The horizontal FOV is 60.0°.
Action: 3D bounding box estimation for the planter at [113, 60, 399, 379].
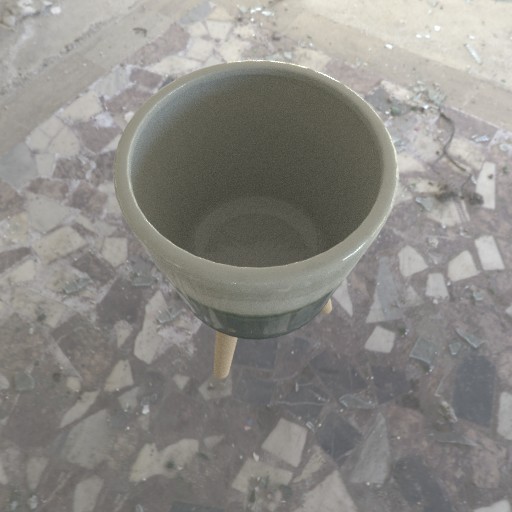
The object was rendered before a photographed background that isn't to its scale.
[{"bbox_3d":[0.000,0.000,0.482,0.217,0.331,0.217,-17,63,-9],"label":"planter"}]
